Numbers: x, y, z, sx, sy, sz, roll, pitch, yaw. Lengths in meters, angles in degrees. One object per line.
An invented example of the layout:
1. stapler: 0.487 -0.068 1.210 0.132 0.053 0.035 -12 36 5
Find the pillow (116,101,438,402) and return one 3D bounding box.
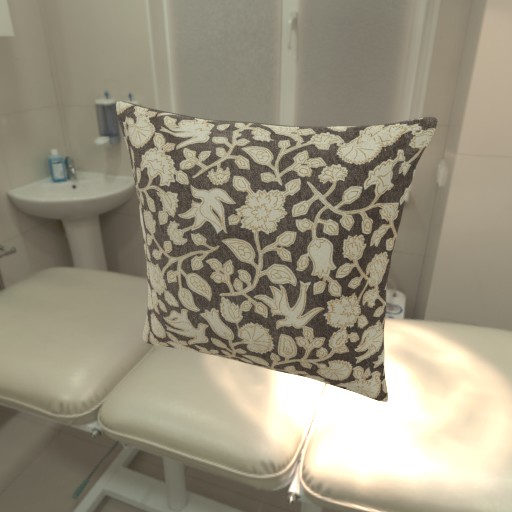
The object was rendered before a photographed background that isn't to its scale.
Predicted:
1. pillow: 0.000 0.000 0.793 0.526 0.507 0.166 9 28 18
